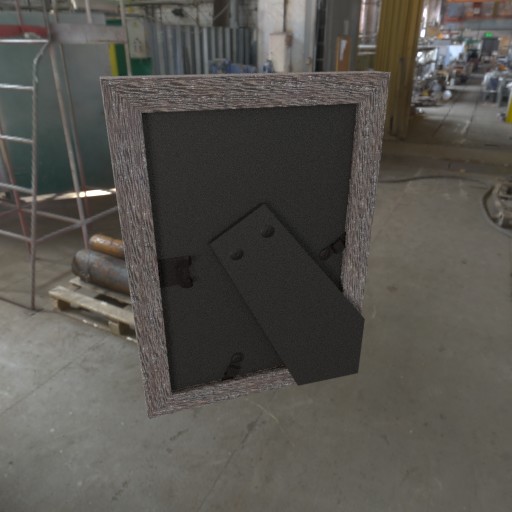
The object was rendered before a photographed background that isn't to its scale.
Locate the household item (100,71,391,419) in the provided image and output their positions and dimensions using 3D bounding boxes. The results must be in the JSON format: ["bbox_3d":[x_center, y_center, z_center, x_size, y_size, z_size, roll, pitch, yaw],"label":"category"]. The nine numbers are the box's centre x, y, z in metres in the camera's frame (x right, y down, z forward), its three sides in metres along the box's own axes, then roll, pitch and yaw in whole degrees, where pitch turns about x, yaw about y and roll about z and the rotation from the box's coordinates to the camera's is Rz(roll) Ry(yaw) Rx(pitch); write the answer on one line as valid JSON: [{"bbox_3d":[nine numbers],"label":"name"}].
[{"bbox_3d":[0.000,0.000,0.237,0.133,0.180,0.020,-8,27,-17],"label":"household item"}]
